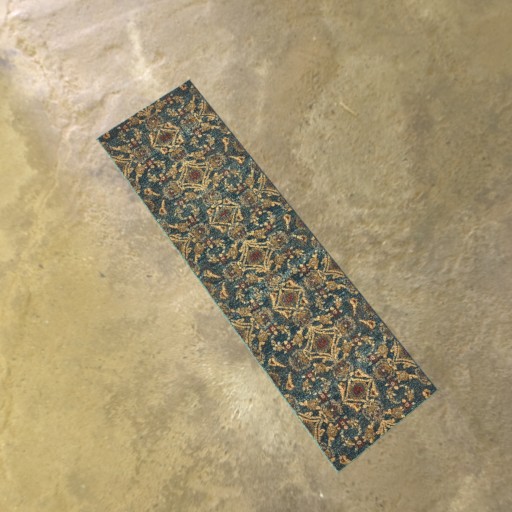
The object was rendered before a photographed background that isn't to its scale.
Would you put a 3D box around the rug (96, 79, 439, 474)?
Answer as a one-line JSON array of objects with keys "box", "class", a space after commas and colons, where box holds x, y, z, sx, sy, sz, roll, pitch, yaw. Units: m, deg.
[{"box": [0.000, 0.000, 2.478, 0.685, 0.014, 2.292, -36, 79, -8], "class": "rug"}]
